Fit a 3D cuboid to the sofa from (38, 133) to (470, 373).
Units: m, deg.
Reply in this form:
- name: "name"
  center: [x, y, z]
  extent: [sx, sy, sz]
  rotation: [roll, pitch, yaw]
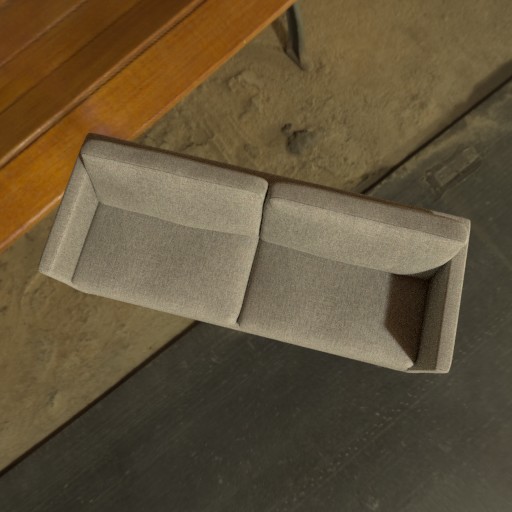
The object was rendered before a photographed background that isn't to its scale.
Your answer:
- name: "sofa"
  center: [0.000, 0.000, 2.854]
  extent: [2.434, 0.951, 0.948]
  rotation: [13, 77, 3]
